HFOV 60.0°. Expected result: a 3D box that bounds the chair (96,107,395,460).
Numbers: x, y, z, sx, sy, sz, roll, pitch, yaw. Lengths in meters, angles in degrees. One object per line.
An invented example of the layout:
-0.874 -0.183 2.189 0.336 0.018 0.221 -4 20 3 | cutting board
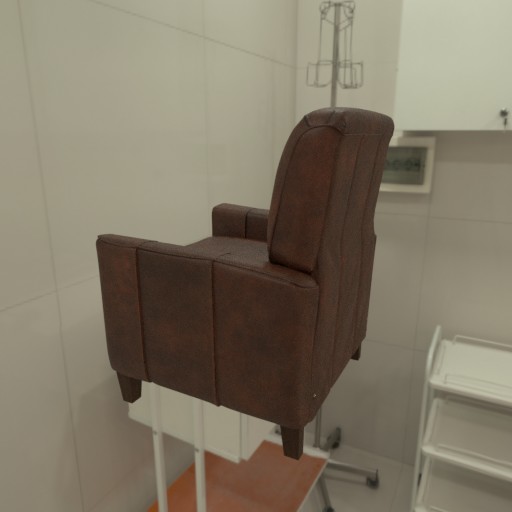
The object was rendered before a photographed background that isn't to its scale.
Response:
0.000 0.000 1.681 0.836 1.043 0.843 8 17 26 | chair
